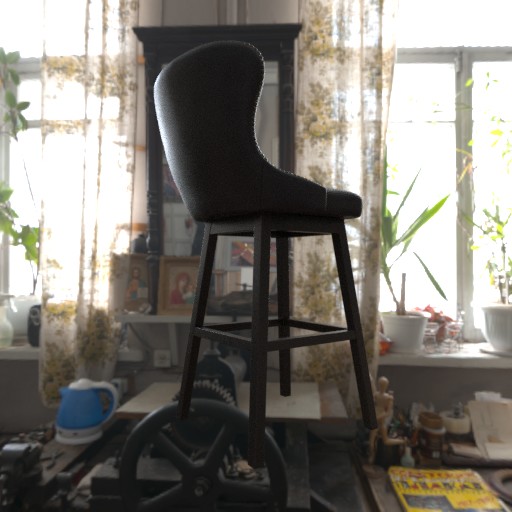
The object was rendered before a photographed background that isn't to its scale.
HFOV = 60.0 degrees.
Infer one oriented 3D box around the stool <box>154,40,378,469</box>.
[{"bbox_3d":[0.000,0.000,1.363,0.601,1.050,0.528,1,-1,-36],"label":"stool"}]
